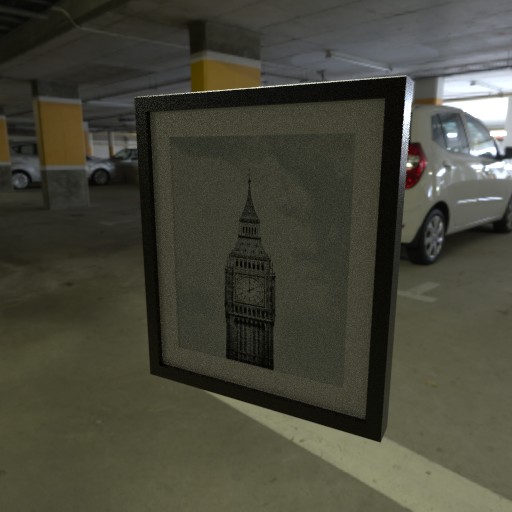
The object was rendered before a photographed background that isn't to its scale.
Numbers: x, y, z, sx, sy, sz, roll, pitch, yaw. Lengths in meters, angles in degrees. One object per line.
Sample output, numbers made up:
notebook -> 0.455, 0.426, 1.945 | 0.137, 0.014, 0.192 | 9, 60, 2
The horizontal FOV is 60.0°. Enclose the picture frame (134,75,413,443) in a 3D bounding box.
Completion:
picture frame -> 0.000, 0.000, 0.534 | 0.328, 0.378, 0.034 | 7, 15, 28
